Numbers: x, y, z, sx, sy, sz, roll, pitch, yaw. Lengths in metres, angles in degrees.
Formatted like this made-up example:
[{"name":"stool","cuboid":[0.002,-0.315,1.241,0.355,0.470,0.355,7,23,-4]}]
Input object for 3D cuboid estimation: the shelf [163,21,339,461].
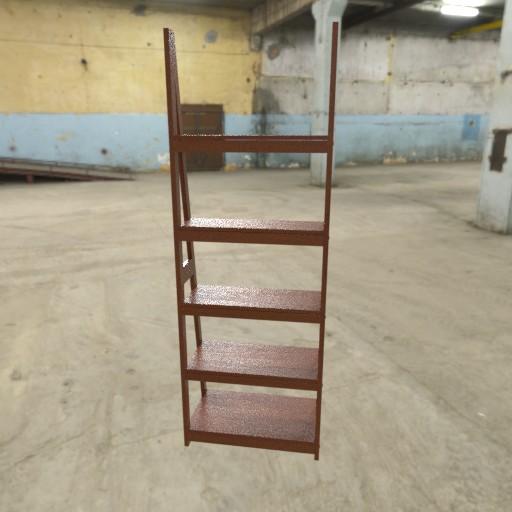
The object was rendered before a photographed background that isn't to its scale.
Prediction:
[{"name":"shelf","cuboid":[0.000,0.000,1.962,0.630,1.780,0.356,2,16,8]}]
